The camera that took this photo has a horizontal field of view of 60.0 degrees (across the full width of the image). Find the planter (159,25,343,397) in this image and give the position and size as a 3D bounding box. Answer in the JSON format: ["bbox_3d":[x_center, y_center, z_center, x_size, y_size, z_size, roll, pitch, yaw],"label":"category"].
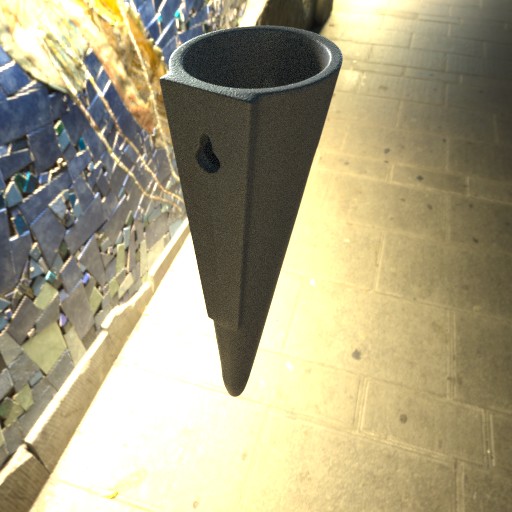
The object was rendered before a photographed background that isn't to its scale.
[{"bbox_3d":[0.000,0.000,0.218,0.057,0.191,0.064,23,49,21],"label":"planter"}]
